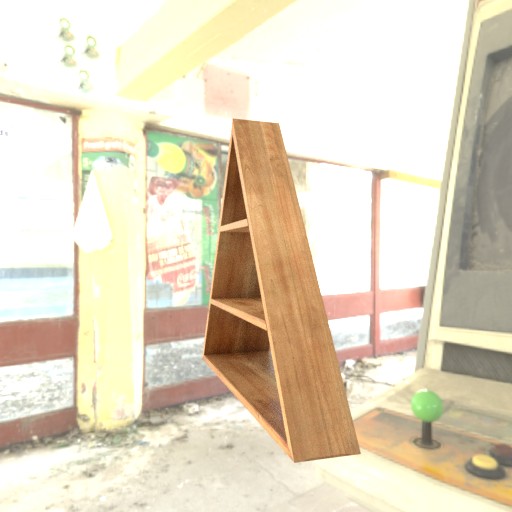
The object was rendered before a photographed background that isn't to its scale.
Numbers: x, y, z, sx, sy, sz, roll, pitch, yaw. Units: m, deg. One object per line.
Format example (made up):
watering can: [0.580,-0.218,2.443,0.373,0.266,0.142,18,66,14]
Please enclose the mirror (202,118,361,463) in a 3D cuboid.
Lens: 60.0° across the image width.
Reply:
mirror: [0.000,0.000,0.897,0.100,0.548,0.631,0,0,-18]
